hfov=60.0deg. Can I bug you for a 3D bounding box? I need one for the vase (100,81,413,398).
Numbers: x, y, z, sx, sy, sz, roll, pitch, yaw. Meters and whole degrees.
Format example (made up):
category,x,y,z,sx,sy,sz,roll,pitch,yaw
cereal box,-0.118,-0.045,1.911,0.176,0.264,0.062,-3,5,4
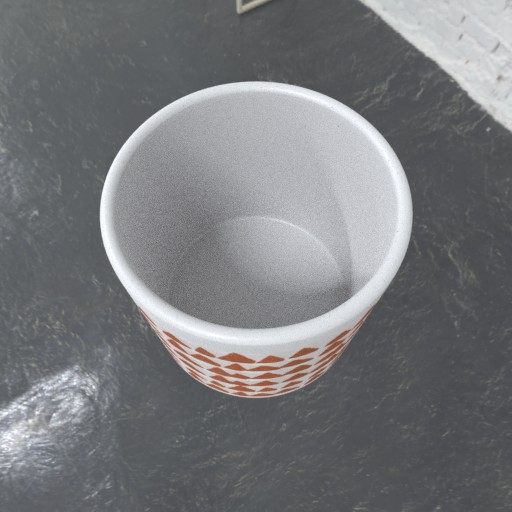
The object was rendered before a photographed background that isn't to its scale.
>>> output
category,x,y,z,sx,sy,sz,roll,pitch,yaw
vase,0.000,0.000,0.250,0.137,0.127,0.137,0,63,0
